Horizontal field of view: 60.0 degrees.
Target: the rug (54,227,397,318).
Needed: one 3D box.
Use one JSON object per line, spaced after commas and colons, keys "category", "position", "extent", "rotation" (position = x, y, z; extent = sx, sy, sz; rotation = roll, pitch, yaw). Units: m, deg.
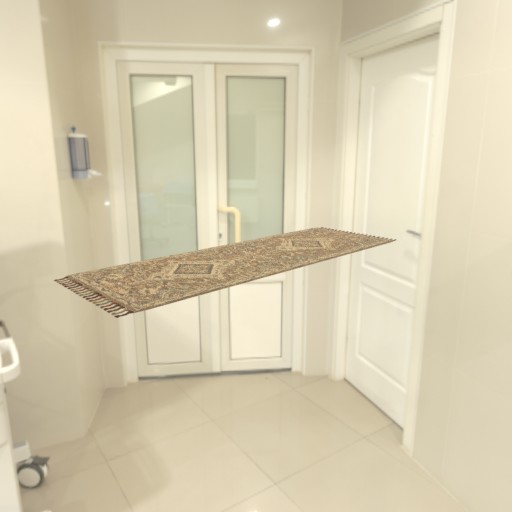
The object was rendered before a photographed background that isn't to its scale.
{"category": "rug", "position": [0.000, 0.000, 2.846], "extent": [2.378, 0.018, 1.324], "rotation": [-7, 16, -27]}
